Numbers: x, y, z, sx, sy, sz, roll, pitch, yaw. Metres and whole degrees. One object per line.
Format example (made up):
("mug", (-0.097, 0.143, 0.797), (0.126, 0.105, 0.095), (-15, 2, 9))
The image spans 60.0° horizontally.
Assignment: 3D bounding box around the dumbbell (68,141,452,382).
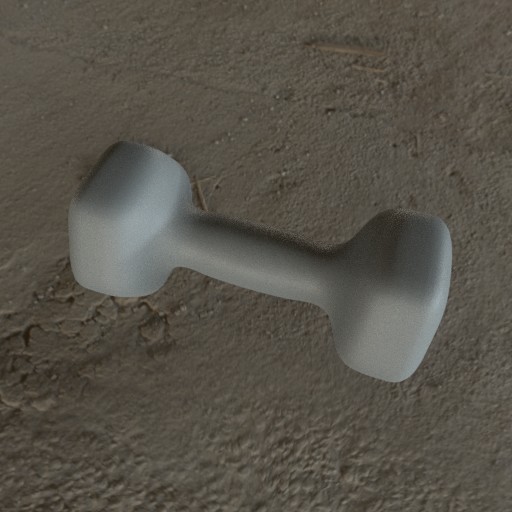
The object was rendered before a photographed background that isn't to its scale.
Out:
("dumbbell", (0.000, 0.000, 0.233), (0.184, 0.081, 0.090), (16, 59, 10))
